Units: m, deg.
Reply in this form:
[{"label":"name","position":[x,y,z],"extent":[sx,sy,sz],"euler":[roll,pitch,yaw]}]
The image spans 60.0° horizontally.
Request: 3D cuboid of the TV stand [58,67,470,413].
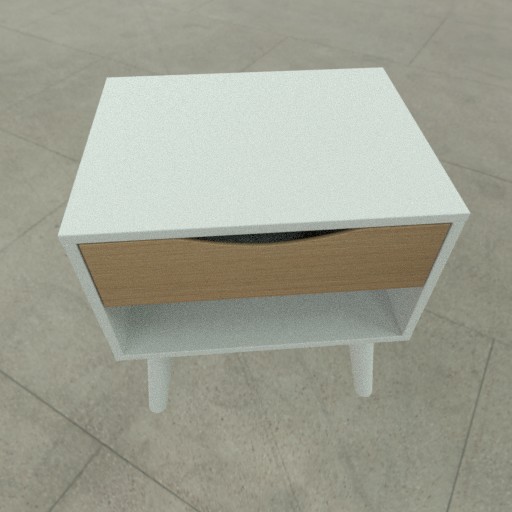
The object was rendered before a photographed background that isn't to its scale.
[{"label":"TV stand","position":[0.000,0.000,0.884],"extent":[0.508,0.559,0.405],"euler":[-3,48,-3]}]
